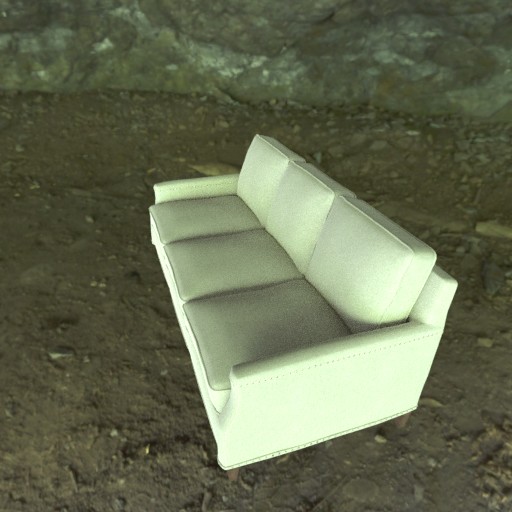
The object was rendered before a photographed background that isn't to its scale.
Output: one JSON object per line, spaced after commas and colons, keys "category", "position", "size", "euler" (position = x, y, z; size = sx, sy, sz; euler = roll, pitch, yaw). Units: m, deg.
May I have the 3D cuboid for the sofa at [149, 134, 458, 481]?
{"category": "sofa", "position": [0.000, 0.000, 2.767], "size": [1.084, 1.003, 2.246], "euler": [-10, 31, -16]}
